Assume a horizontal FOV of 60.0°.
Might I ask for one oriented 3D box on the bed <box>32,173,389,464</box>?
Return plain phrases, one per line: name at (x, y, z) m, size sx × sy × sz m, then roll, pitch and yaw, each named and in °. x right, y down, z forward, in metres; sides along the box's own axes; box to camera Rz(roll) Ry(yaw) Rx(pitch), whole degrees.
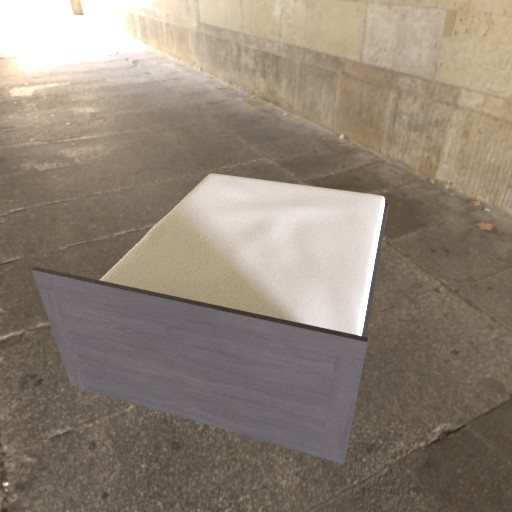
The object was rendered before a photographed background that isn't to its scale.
bed at (0.000, 0.000, 2.963) m, size 1.585 × 0.823 × 2.073 m, roll 10°, pitch 35°, yaw 15°
